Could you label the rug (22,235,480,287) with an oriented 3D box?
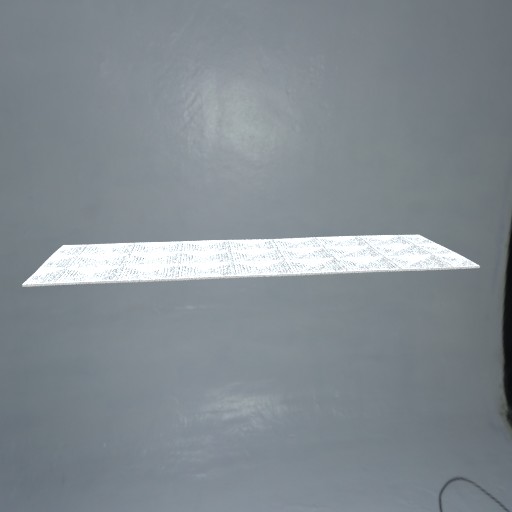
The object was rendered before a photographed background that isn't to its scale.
[{"bbox_3d":[0.000,0.000,2.390,2.182,0.015,0.645,-2,17,-7],"label":"rug"}]
